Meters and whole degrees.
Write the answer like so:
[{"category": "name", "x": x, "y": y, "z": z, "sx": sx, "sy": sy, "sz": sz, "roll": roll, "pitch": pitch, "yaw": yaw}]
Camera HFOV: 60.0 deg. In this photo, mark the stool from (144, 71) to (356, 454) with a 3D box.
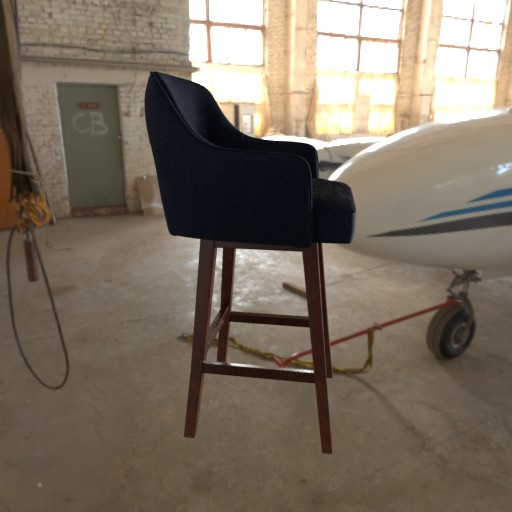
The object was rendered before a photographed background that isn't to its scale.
[{"category": "stool", "x": 0.000, "y": 0.000, "z": 1.354, "sx": 0.560, "sy": 1.041, "sz": 0.550, "roll": 3, "pitch": 17, "yaw": 9}]
